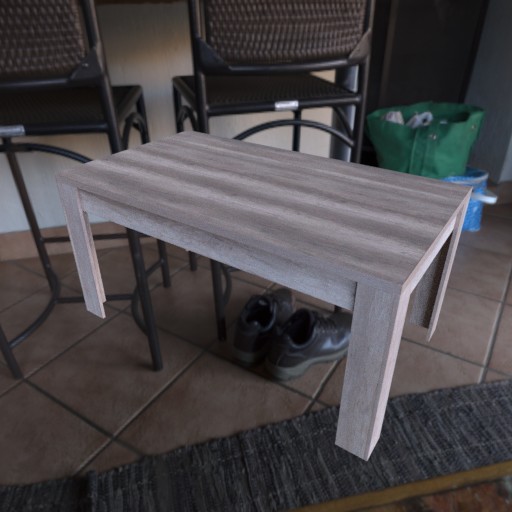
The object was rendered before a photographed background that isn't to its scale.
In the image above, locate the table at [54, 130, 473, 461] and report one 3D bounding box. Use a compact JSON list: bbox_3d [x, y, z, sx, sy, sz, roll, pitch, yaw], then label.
[{"bbox_3d":[0.000,0.000,2.135,1.600,0.775,0.900,19,36,29],"label":"table"}]
